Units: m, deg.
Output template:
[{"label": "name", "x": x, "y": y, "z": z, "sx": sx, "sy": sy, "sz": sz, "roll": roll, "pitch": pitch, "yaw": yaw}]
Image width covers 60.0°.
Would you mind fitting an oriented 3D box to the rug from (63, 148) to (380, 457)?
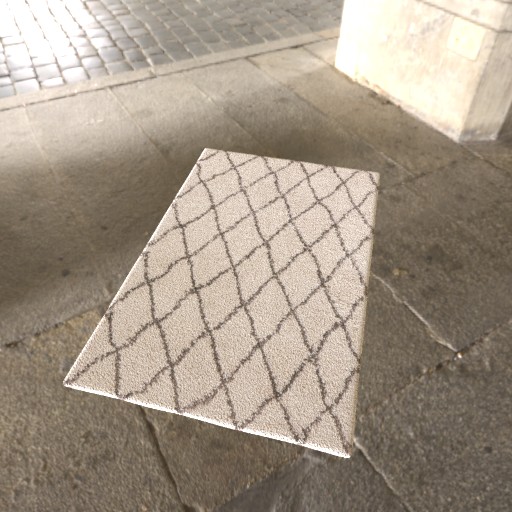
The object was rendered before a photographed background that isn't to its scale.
[{"label": "rug", "x": 0.000, "y": 0.000, "z": 3.511, "sx": 1.778, "sy": 0.030, "sz": 2.743, "roll": 10, "pitch": 47, "yaw": 10}]
